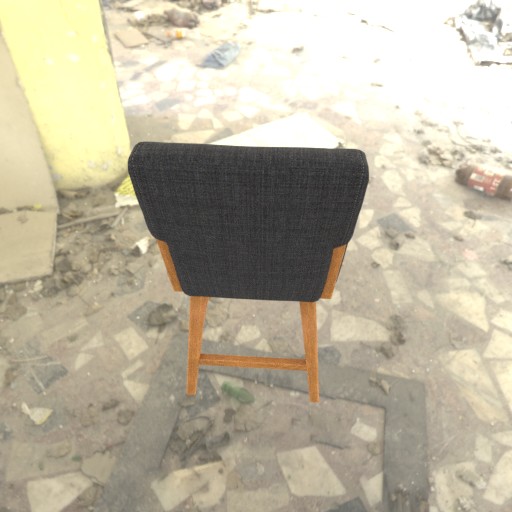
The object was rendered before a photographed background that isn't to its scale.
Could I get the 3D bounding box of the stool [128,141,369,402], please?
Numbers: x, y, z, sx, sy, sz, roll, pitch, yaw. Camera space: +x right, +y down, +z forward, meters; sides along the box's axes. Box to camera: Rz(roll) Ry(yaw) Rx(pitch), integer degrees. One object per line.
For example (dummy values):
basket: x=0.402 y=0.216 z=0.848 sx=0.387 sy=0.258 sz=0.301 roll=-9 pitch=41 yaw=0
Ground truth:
stool: x=0.000 y=0.000 z=1.303 sx=0.459 sy=1.010 sz=0.526 roll=3 pitch=46 yaw=3
